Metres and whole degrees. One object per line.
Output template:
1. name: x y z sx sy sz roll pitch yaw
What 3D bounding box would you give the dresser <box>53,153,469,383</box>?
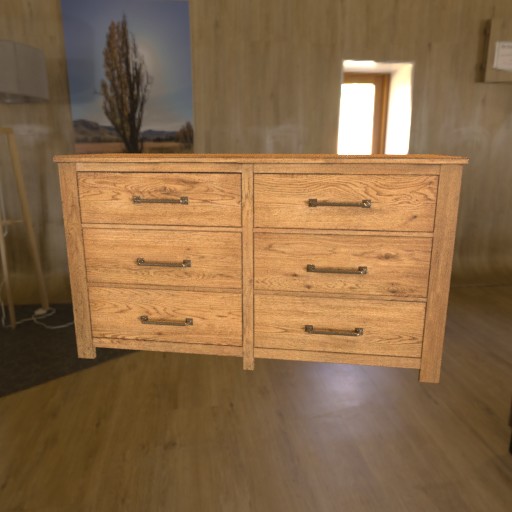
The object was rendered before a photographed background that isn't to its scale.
1. dresser: 0.000 0.000 2.099 1.657 0.932 0.563 2 14 8
